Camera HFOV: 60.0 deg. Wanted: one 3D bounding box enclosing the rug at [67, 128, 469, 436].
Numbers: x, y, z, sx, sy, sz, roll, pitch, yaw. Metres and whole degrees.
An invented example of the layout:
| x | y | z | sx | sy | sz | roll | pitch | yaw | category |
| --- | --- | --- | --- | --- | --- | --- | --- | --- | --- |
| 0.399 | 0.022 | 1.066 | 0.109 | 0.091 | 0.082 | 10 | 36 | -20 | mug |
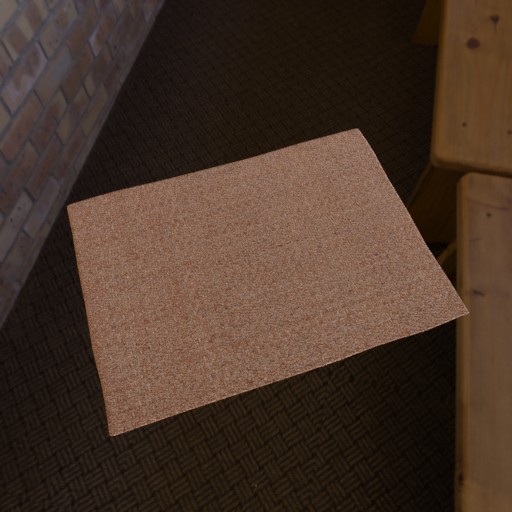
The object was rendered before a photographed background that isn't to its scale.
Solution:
| x | y | z | sx | sy | sz | roll | pitch | yaw | category |
| --- | --- | --- | --- | --- | --- | --- | --- | --- | --- |
| 0.000 | 0.000 | 2.788 | 2.141 | 0.013 | 1.566 | -17 | 64 | -9 | rug |
